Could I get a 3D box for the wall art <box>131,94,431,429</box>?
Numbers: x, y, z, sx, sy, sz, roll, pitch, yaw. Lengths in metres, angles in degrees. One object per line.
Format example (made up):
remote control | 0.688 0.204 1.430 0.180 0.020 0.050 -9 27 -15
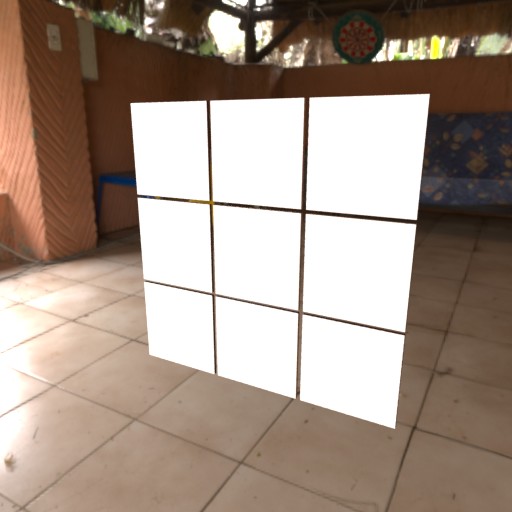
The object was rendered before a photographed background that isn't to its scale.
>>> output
wall art | 0.000 0.000 1.868 1.256 1.246 0.017 9 18 27
